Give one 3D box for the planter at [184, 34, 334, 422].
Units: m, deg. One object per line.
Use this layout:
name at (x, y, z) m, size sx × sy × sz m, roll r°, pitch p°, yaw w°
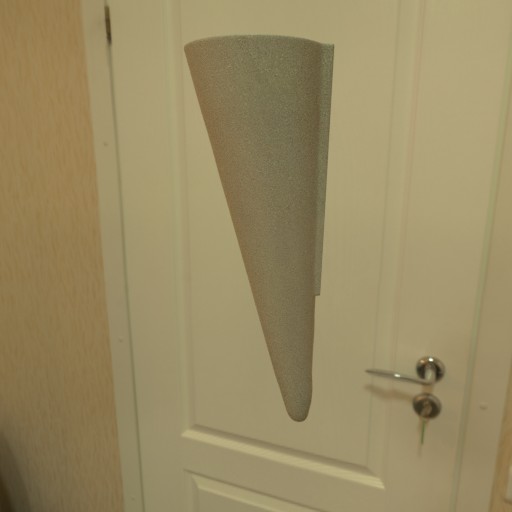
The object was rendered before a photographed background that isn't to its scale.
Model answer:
planter at (0.000, 0.000, 0.222) m, size 0.064 × 0.191 × 0.057 m, roll -2°, pitch 14°, yaw -7°
